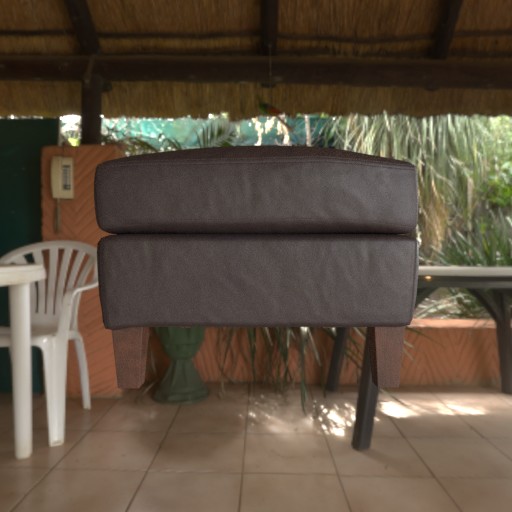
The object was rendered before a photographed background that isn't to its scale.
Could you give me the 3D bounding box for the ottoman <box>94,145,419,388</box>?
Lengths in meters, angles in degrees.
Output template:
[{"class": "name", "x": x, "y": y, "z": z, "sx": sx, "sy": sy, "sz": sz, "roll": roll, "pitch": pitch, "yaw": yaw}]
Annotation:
[{"class": "ottoman", "x": 0.000, "y": 0.000, "z": 1.277, "sx": 0.659, "sy": 0.529, "sz": 0.887, "roll": 0, "pitch": 1, "yaw": 0}]
